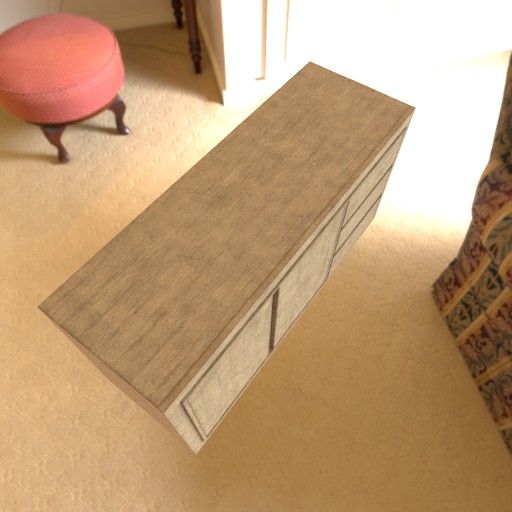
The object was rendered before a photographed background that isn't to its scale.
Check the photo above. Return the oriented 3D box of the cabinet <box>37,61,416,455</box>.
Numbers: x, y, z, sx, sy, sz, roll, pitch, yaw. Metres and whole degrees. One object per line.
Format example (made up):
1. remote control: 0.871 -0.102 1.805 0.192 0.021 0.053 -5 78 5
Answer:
1. cabinet: 0.000 0.000 1.876 0.511 0.825 1.460 32 64 18
